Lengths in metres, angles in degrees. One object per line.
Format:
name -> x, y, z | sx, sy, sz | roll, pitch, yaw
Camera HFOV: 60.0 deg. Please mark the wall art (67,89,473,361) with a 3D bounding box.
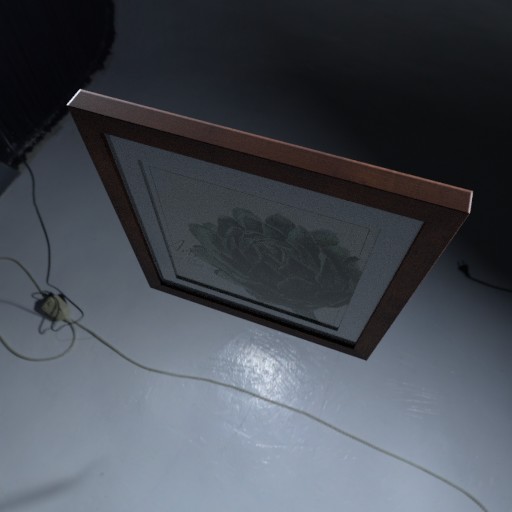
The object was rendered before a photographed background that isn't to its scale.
wall art -> 0.000, 0.000, 0.830 | 0.554, 0.572, 0.037 | 17, 61, 10
